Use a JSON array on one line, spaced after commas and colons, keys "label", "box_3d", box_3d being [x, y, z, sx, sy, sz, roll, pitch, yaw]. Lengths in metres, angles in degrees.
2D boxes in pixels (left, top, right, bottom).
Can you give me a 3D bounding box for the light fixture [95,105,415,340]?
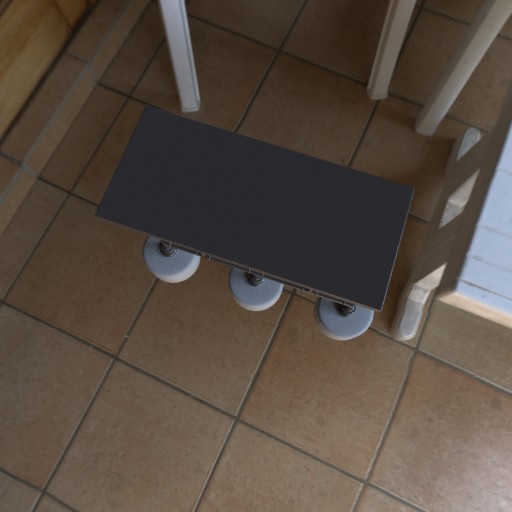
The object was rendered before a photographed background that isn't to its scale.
[{"label": "light fixture", "box_3d": [0.000, 0.000, 0.862, 0.582, 0.557, 0.177, 18, 76, 5]}]
